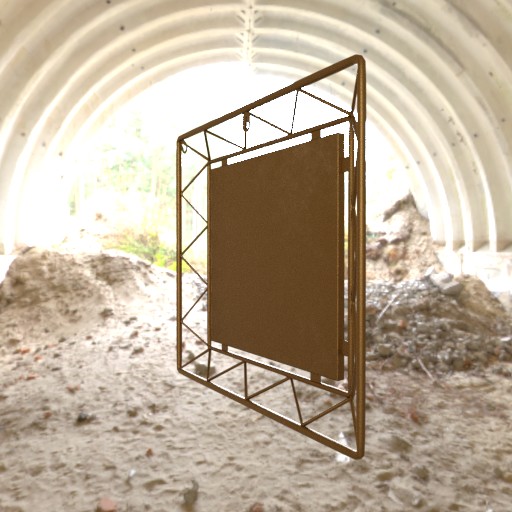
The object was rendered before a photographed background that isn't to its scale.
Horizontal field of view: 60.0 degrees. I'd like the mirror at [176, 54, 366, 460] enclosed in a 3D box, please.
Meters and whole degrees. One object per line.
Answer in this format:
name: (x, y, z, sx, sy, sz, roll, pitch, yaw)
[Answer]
mirror: (0.000, 0.000, 0.622, 0.046, 0.414, 0.416, 0, 1, -36)
